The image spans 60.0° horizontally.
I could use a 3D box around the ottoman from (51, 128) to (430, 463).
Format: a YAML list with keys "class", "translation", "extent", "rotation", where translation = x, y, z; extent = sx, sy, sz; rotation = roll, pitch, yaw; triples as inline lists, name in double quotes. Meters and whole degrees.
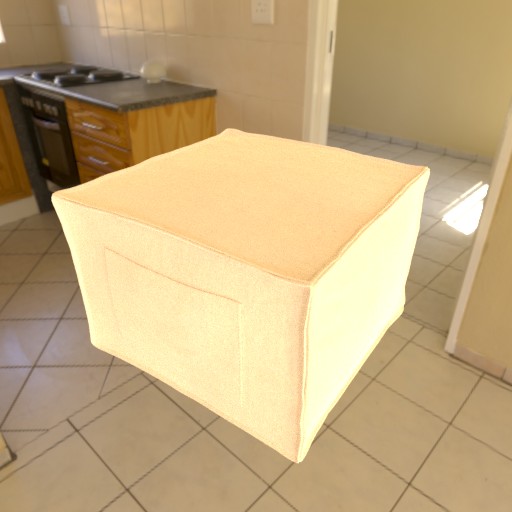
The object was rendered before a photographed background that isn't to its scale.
- class: "ottoman"
  translation: [0.000, 0.000, 1.194]
  extent: [0.707, 0.470, 0.696]
  rotation: [19, 35, 28]
